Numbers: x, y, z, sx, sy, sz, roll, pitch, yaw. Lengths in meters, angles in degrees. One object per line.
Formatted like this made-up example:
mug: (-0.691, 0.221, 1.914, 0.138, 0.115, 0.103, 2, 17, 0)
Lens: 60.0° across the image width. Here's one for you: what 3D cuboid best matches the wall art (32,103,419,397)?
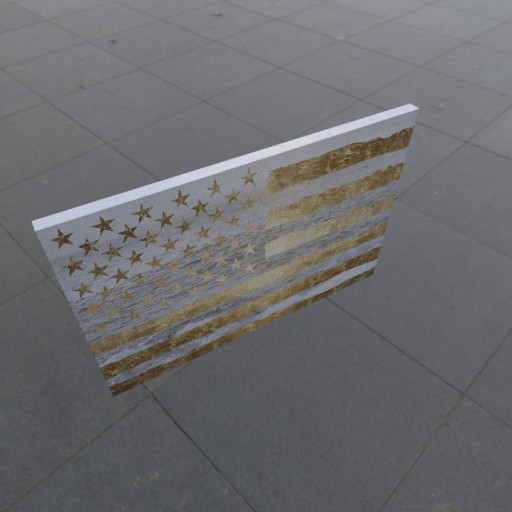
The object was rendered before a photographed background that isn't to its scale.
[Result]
wall art: (0.000, 0.000, 1.458, 1.145, 0.762, 0.041, -22, 49, -20)
